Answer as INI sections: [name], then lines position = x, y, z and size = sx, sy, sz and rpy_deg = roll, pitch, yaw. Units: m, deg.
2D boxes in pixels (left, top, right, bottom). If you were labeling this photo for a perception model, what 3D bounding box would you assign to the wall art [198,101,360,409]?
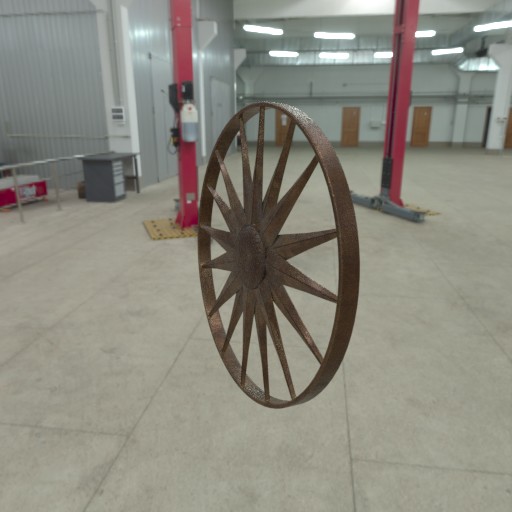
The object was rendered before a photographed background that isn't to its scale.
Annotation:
[wall art]
position = 0.000, 0.000, 0.884
size = 0.084, 0.583, 0.582
rpy_deg = -9, 19, -26
